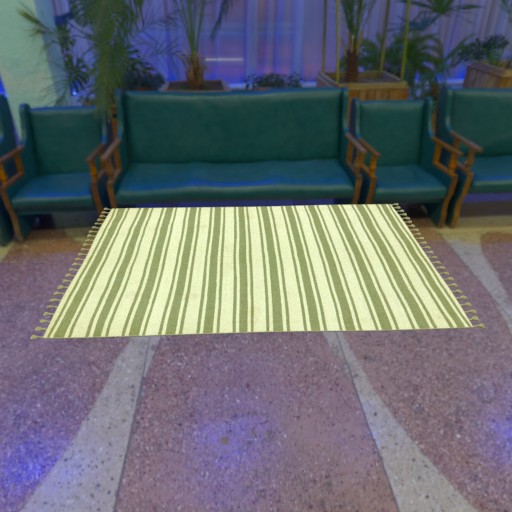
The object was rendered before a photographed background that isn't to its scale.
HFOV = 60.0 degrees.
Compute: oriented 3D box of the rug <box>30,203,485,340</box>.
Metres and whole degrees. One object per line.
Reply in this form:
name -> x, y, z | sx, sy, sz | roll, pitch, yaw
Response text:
rug -> 0.000, 0.000, 2.988 | 2.435, 0.018, 1.540 | -1, 32, -2
